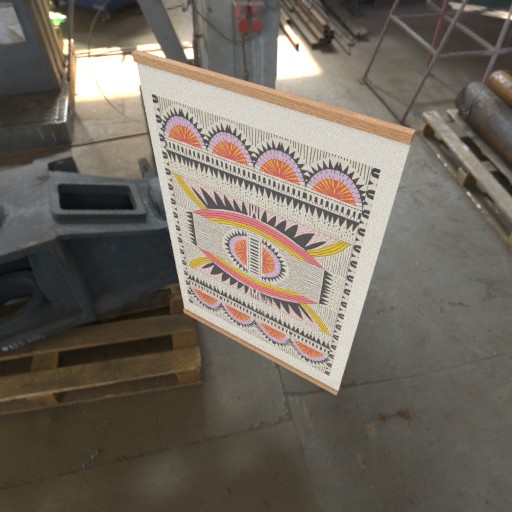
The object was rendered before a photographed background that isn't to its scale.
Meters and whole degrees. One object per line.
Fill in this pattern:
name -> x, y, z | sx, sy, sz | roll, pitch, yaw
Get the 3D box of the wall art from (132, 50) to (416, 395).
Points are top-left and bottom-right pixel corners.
wall art -> 0.000, 0.000, 1.928 | 0.999, 1.533, 0.028 | 24, 52, 21
